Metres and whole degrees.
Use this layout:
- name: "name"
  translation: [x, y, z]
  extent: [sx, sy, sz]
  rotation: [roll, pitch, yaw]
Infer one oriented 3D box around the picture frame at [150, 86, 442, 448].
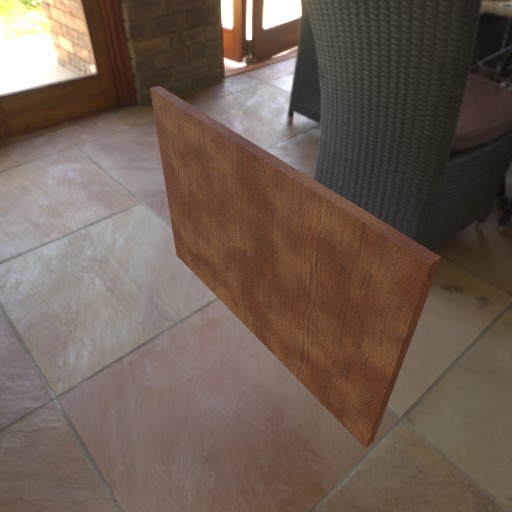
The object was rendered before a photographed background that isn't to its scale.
- name: "picture frame"
  translation: [0.000, 0.000, 1.210]
  extent: [0.029, 0.640, 0.950]
  rotation: [-27, 48, -27]
